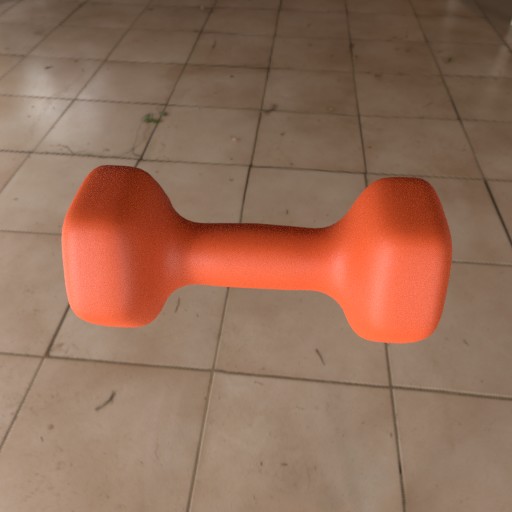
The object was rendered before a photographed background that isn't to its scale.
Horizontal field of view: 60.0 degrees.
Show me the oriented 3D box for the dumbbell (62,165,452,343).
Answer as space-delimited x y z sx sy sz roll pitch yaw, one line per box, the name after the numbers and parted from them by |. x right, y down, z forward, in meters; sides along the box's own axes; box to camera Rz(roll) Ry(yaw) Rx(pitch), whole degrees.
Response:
0.000 0.000 0.205 0.162 0.071 0.079 3 47 3 | dumbbell
